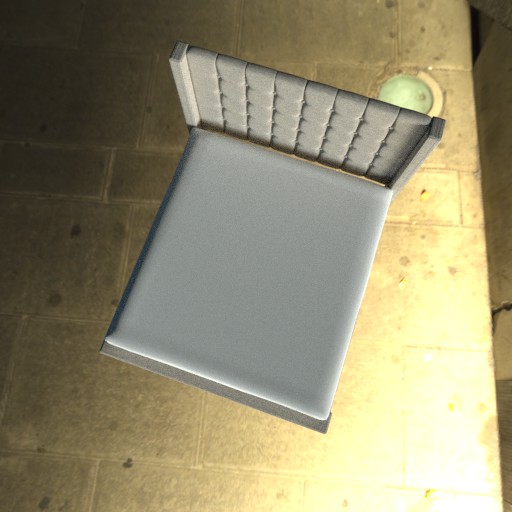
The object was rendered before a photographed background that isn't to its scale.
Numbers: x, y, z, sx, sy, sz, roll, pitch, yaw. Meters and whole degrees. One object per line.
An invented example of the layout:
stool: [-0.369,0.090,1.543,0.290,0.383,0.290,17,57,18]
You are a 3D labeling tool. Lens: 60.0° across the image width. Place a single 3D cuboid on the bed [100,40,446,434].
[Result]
bed: [0.000,0.000,3.758,2.044,1.748,2.372,18,76,5]
